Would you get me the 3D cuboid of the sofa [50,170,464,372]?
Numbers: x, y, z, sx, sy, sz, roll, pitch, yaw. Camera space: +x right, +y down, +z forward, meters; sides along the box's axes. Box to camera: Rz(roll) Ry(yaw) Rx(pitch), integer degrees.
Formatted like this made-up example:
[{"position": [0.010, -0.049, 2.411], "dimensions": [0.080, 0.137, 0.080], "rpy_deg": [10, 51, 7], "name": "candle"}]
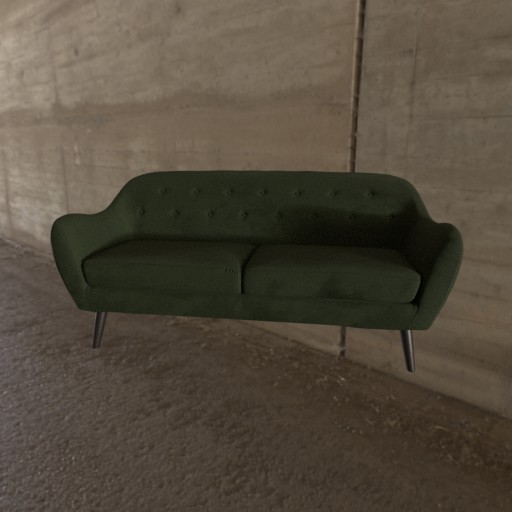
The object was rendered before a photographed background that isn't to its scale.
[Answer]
[{"position": [0.000, 0.000, 2.316], "dimensions": [1.840, 0.836, 0.820], "rpy_deg": [2, 14, 9], "name": "sofa"}]
